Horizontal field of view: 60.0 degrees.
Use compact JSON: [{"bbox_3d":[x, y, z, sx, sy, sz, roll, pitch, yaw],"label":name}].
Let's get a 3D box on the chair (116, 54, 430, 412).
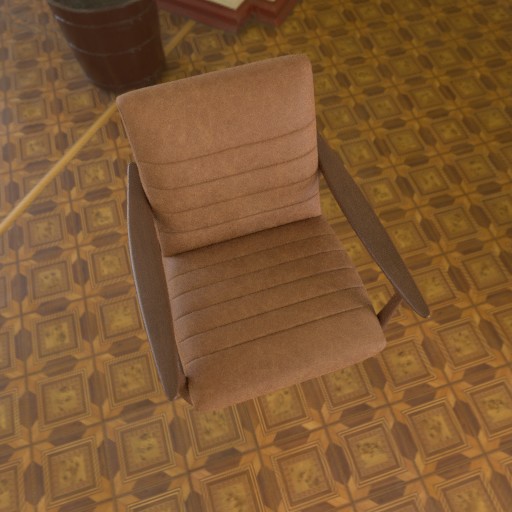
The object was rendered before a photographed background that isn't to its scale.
[{"bbox_3d":[0.000,0.000,1.419,0.741,0.832,0.798,-16,63,-8],"label":"chair"}]
